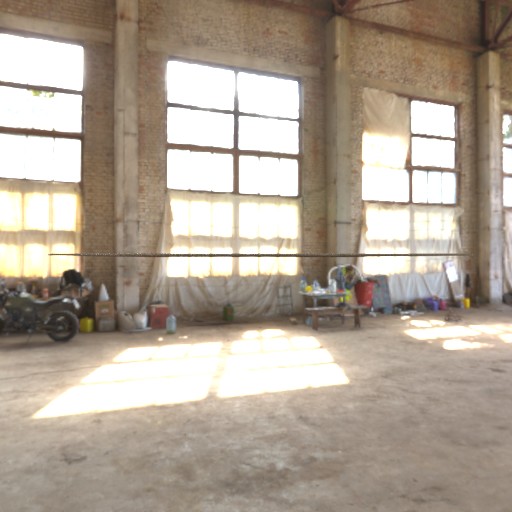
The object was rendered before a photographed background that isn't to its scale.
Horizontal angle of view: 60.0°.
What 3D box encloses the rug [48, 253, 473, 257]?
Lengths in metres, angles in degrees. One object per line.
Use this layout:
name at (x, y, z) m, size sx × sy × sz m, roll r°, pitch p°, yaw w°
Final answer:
rug at (0.000, 0.000, 3.944) m, size 2.363 × 0.012 × 2.980 m, roll 0°, pitch 0°, yaw -2°
